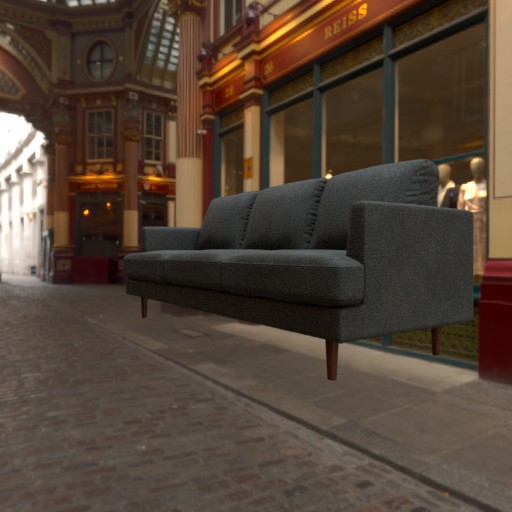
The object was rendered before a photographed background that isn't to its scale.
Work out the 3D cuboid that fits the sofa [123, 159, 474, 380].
[{"bbox_3d":[0.000,0.000,2.677,0.903,0.930,2.246,0,1,-35],"label":"sofa"}]
